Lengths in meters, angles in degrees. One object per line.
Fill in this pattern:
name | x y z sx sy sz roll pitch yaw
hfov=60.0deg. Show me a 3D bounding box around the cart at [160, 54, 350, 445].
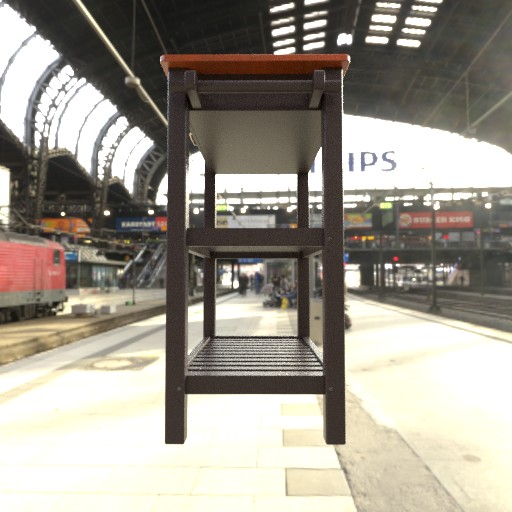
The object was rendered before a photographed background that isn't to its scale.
cart | 0.000 0.000 1.424 0.457 0.927 0.899 0 -3 0
